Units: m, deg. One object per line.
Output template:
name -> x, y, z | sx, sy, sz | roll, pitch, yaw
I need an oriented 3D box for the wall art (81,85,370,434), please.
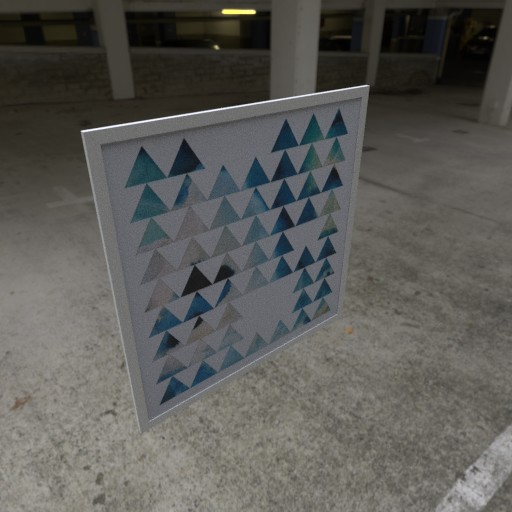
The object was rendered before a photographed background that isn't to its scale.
wall art -> 0.000, 0.000, 0.688 | 0.456, 0.456, 0.007 | -22, 36, -33
